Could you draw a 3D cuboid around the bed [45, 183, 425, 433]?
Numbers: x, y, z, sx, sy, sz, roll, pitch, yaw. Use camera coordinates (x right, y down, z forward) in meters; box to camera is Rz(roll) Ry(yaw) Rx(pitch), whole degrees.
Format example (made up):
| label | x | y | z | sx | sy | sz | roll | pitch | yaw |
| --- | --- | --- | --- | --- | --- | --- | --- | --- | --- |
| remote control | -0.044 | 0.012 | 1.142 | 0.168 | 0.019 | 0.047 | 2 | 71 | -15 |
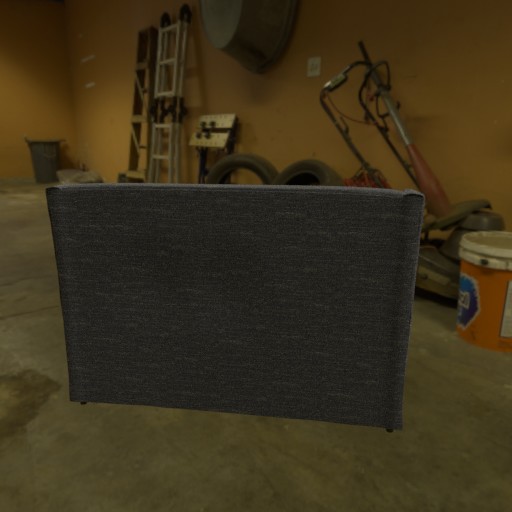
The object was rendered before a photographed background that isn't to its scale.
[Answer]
| label | x | y | z | sx | sy | sz | roll | pitch | yaw |
| --- | --- | --- | --- | --- | --- | --- | --- | --- | --- |
| bed | 0.000 | 0.000 | 3.409 | 1.925 | 1.332 | 2.276 | 2 | 16 | 8 |
